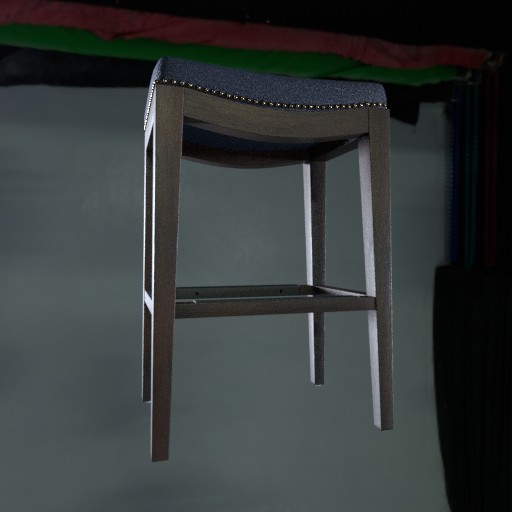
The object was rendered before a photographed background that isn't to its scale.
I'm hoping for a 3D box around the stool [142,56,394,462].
[{"bbox_3d":[0.000,0.000,1.027,0.498,0.740,0.358,0,1,-17],"label":"stool"}]
